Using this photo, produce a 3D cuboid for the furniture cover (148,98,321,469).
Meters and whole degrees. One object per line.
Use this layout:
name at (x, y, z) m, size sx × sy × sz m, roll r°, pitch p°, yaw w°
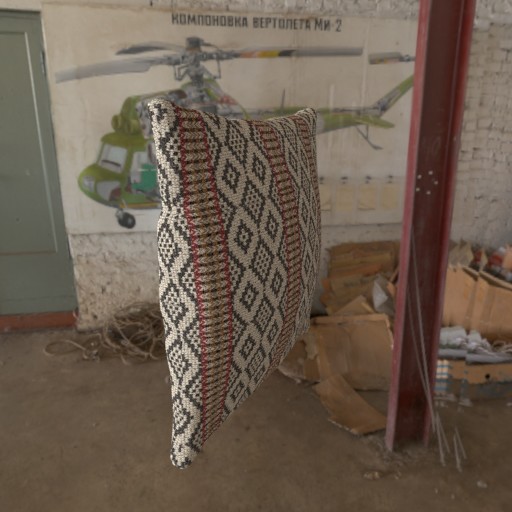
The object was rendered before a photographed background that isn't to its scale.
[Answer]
furniture cover at (0.000, 0.000, 0.778) m, size 0.182 × 0.506 × 0.503 m, roll 8°, pitch 19°, yaw 26°
